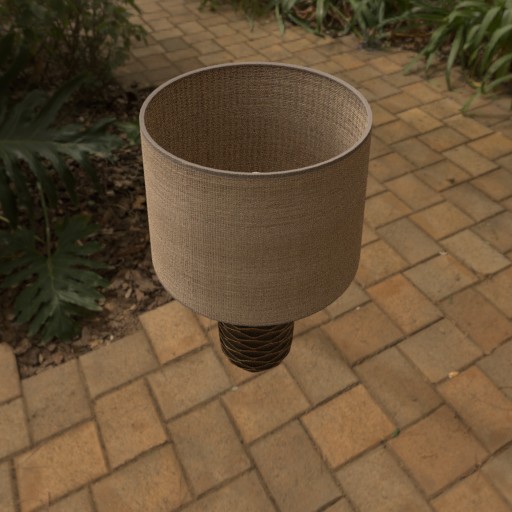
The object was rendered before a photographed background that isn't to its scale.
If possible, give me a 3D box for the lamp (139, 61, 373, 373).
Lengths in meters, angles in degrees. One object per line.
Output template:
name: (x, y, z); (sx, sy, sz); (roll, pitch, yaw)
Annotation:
lamp: (0.000, 0.000, 0.836); (0.376, 0.594, 0.376); (0, 45, 0)
